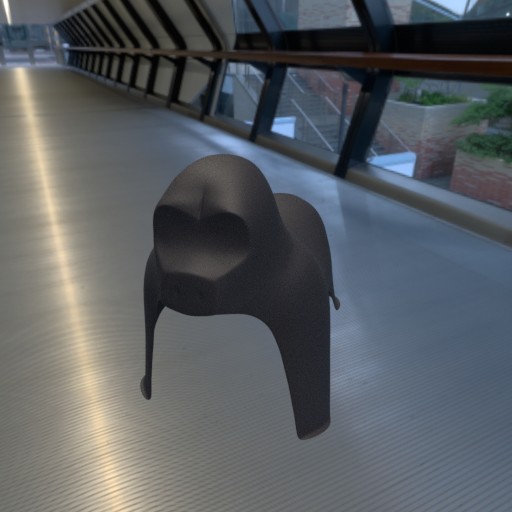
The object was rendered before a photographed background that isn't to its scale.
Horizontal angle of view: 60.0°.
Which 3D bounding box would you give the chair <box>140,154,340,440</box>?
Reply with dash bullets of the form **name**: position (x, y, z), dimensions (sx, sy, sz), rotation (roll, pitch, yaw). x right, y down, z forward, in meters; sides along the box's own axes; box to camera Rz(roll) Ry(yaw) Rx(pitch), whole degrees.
- **chair**: position (0.000, 0.000, 1.125), dimensions (0.490, 0.600, 0.758), rotation (8, 28, 16)
